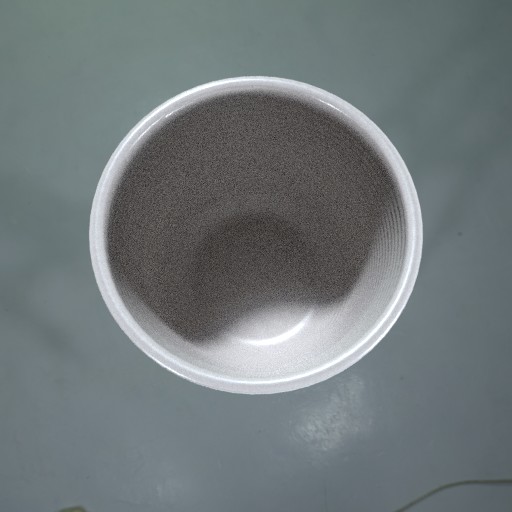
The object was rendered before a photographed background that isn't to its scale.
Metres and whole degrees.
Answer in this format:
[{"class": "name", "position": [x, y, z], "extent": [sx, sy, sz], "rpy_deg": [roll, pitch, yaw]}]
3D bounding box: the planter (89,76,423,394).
[{"class": "planter", "position": [0.000, 0.000, 0.216], "extent": [0.124, 0.109, 0.124], "rpy_deg": [0, 75, 0]}]
